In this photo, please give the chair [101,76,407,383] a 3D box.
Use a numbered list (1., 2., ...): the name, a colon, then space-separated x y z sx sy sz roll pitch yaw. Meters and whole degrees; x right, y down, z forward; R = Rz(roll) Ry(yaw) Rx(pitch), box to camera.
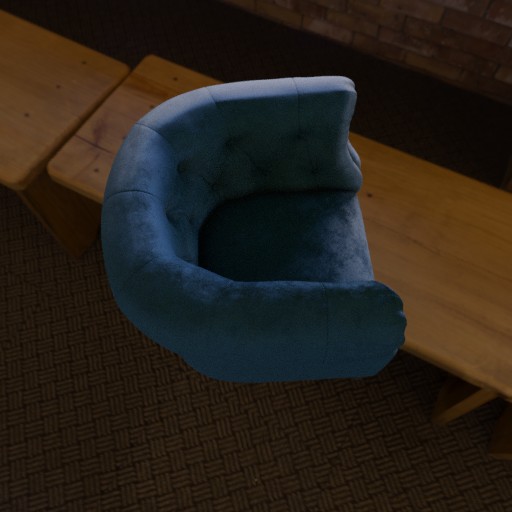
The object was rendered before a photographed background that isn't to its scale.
1. chair: 0.000 0.000 1.527 0.851 0.826 0.904 -3 63 -2
